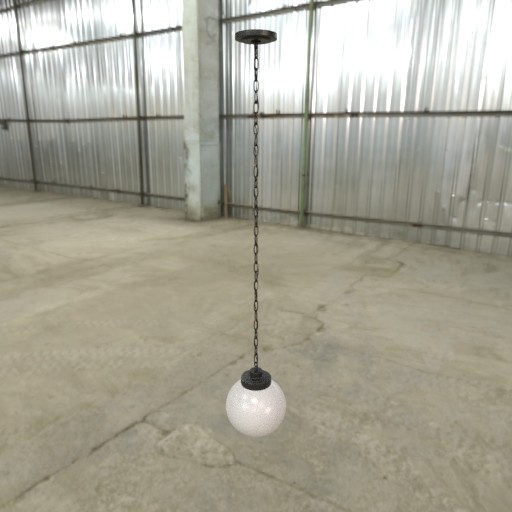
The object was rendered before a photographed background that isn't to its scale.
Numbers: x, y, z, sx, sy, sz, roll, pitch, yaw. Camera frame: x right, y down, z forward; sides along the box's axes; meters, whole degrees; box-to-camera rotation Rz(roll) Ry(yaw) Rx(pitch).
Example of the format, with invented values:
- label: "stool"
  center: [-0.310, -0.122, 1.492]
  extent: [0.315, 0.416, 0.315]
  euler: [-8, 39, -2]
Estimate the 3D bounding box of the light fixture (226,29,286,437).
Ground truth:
- label: "light fixture"
  center: [0.000, 0.000, 2.044]
  extent: [0.304, 1.867, 0.305]
  euler: [-8, 17, -26]
